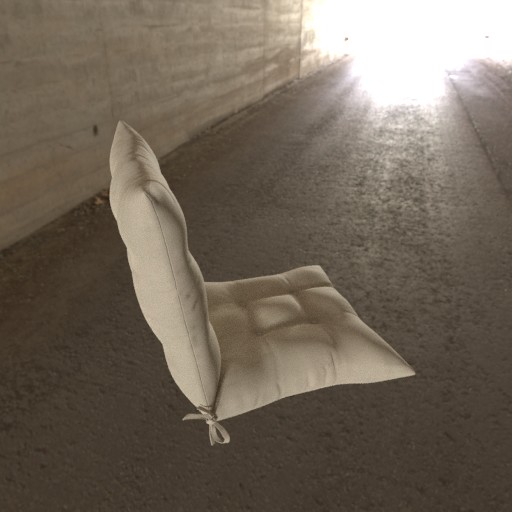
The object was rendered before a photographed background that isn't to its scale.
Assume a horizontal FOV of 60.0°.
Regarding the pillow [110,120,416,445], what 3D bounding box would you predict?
[{"bbox_3d":[0.000,0.000,1.002,0.585,0.536,0.541,-9,29,-16],"label":"pillow"}]
